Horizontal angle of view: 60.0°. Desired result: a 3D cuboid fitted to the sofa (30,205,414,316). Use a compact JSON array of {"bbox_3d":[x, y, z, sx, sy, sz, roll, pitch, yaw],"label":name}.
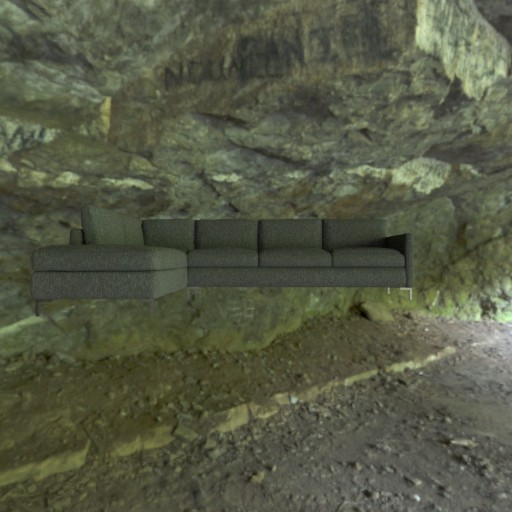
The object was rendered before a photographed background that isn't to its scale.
[{"bbox_3d":[0.000,0.000,3.858,2.949,0.815,2.007,0,-1,0],"label":"sofa"}]
